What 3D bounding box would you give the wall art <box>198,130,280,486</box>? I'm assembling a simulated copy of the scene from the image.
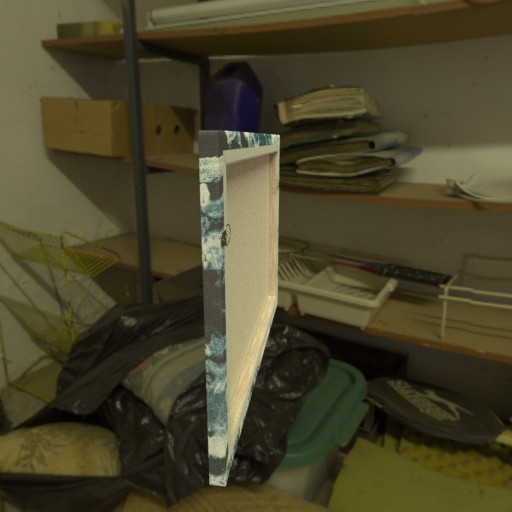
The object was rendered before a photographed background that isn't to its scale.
[{"bbox_3d":[0.000,0.000,1.911,0.055,1.017,1.524,2,15,8],"label":"wall art"}]
